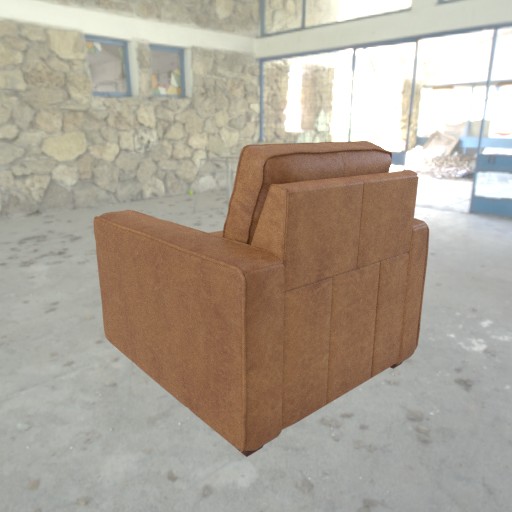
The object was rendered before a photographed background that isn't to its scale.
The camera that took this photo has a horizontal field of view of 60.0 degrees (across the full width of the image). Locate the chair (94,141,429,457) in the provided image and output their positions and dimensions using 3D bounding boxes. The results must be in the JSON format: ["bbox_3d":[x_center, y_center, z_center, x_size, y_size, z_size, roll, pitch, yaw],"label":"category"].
[{"bbox_3d":[0.000,0.000,1.787,0.987,0.901,1.027,-15,22,-42],"label":"chair"}]
